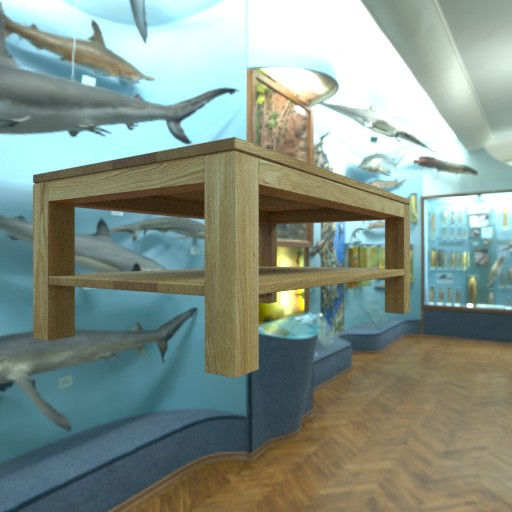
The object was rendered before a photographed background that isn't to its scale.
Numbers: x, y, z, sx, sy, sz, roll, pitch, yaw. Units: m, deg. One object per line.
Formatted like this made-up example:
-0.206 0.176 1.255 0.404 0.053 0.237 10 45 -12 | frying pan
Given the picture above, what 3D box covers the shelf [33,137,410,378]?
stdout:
0.000 0.000 1.496 0.700 0.450 1.150 0 0 35 | shelf
